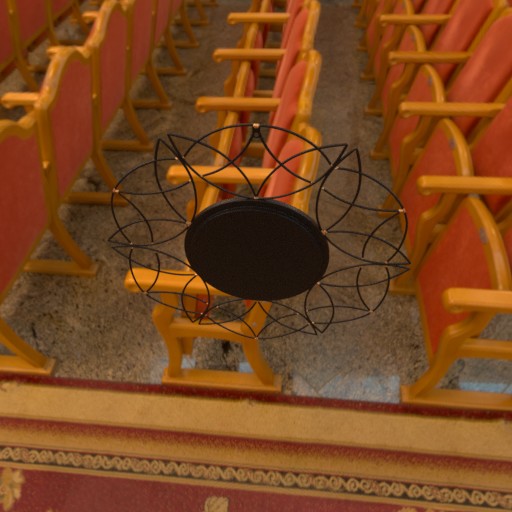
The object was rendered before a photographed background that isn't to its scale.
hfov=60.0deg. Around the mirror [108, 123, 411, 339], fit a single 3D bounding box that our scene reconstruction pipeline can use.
[{"bbox_3d":[0.000,0.000,1.159,0.797,0.775,0.028,4,47,4],"label":"mirror"}]
